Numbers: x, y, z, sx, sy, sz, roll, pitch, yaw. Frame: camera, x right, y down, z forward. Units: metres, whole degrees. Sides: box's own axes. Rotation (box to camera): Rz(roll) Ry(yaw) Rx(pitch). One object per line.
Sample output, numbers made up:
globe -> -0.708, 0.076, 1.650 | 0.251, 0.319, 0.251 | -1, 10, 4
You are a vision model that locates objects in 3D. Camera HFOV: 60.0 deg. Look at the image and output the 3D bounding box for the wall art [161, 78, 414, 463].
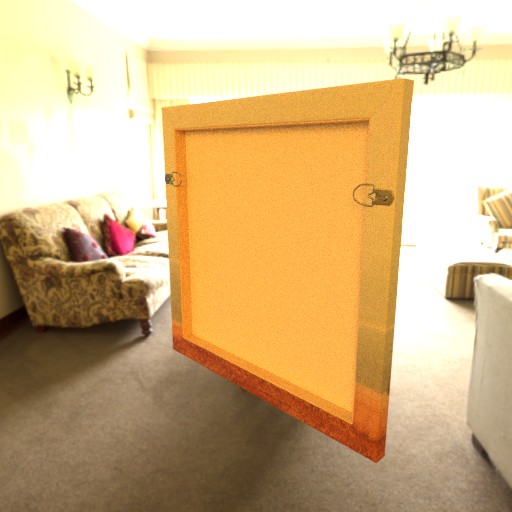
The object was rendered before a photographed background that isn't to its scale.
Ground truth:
wall art -> 0.000, 0.000, 0.890 | 0.034, 0.605, 0.605 | -13, 18, -42
